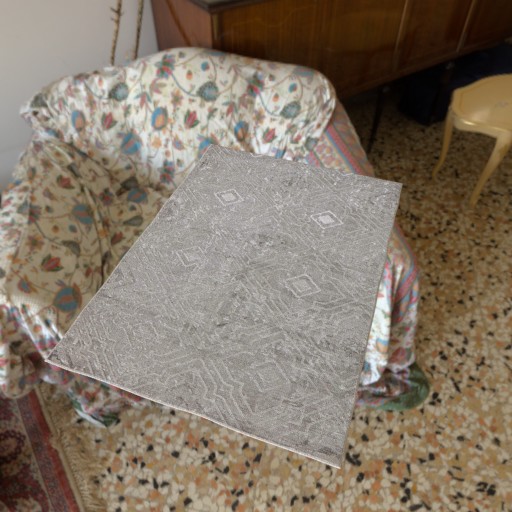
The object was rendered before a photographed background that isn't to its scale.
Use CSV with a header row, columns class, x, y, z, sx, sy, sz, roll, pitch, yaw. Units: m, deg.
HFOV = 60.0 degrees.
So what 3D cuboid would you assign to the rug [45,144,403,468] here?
class,x,y,z,sx,sy,sz,roll,pitch,yaw
rug,0.000,0.000,4.384,2.448,0.020,3.359,15,49,13
